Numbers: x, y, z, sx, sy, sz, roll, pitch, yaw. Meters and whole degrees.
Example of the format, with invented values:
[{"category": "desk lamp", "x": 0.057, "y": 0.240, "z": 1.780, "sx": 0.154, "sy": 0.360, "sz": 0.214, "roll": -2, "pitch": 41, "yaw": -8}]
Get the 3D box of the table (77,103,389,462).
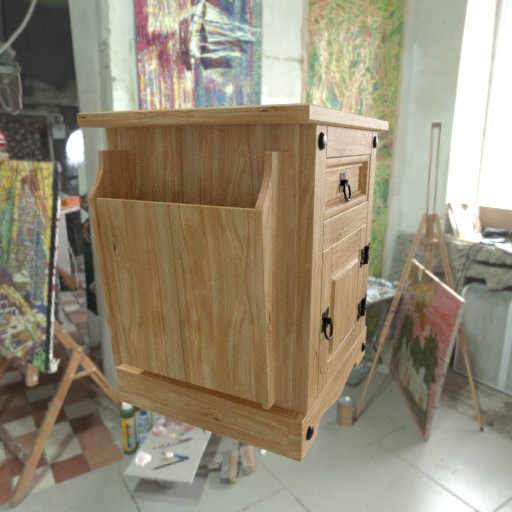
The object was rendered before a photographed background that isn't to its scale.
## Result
[{"category": "table", "x": 0.000, "y": 0.000, "z": 0.862, "sx": 0.380, "sy": 0.515, "sz": 0.530, "roll": 7, "pitch": 16, "yaw": 26}]
